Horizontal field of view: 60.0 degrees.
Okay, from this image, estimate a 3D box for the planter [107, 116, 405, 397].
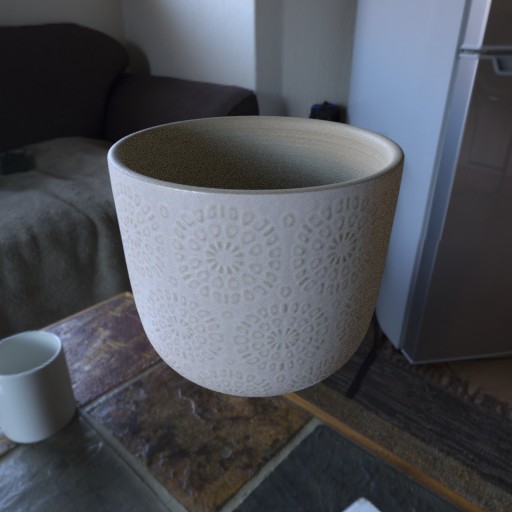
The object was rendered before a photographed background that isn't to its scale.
[{"bbox_3d":[0.000,0.000,0.299,0.170,0.152,0.170,0,28,0],"label":"planter"}]
